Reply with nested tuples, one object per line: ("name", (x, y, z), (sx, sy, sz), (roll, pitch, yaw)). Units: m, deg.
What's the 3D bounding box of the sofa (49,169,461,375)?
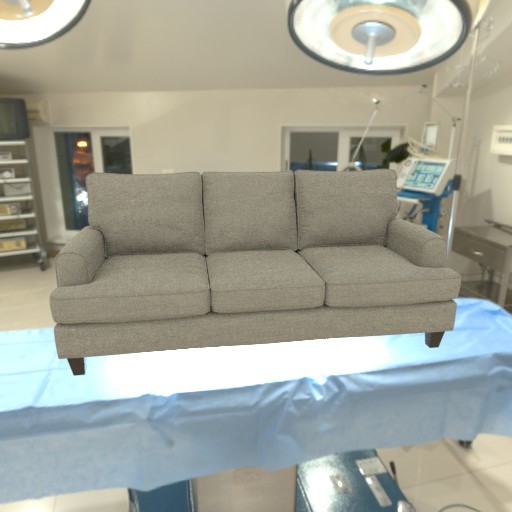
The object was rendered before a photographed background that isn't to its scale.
("sofa", (0.000, 0.000, 2.681), (2.158, 0.965, 0.951), (-2, 17, -8))
